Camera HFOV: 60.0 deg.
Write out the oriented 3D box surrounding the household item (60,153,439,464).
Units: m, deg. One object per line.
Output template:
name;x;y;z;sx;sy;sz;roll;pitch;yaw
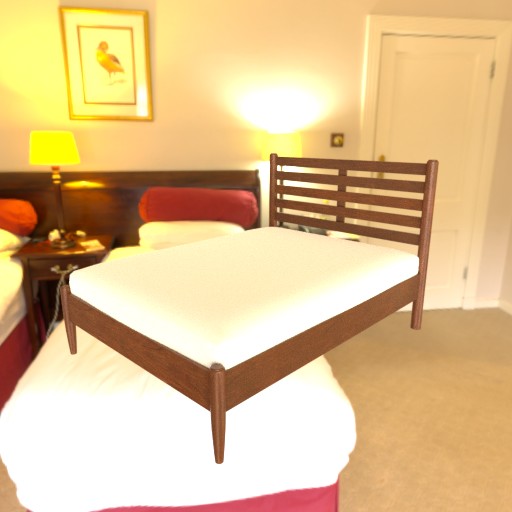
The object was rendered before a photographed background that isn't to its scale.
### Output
household item;0.000;0.000;3.250;1.663;1.356;2.232;14;21;42
